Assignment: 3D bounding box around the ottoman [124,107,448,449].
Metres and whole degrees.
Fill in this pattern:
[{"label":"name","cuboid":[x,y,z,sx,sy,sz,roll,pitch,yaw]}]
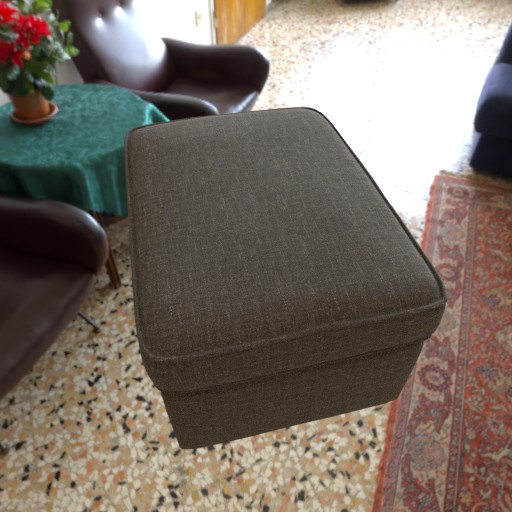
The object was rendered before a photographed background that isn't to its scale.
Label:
[{"label":"ottoman","cuboid":[0.000,0.000,1.090,0.549,0.450,0.749,-10,46,-10]}]
